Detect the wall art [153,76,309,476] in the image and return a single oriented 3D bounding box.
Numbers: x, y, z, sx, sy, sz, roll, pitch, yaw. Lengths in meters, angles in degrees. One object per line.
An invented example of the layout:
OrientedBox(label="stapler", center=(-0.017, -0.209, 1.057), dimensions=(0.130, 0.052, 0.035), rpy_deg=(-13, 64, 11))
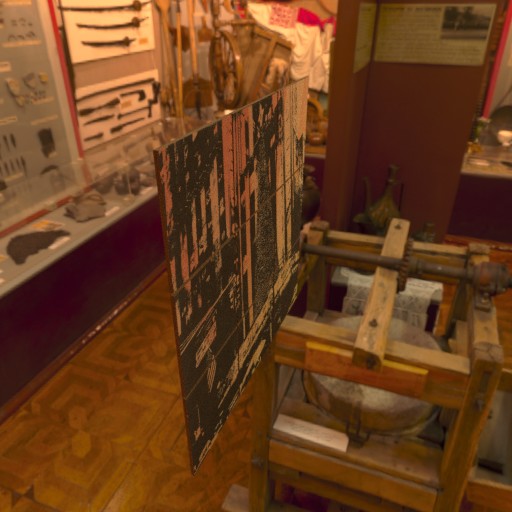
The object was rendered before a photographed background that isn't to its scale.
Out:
OrientedBox(label="wall art", center=(0.000, 0.000, 1.812), dimensions=(0.013, 1.216, 1.216), rpy_deg=(12, 32, 19))
